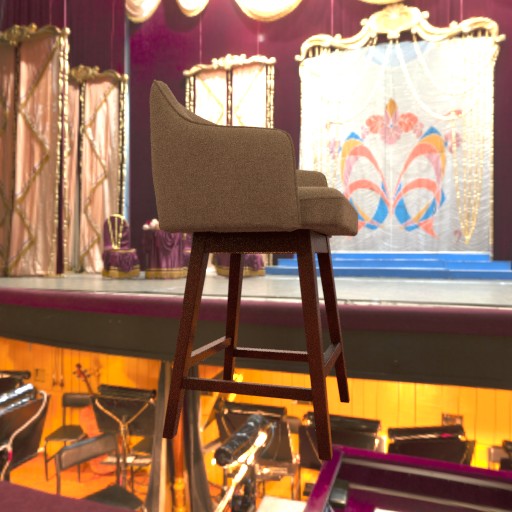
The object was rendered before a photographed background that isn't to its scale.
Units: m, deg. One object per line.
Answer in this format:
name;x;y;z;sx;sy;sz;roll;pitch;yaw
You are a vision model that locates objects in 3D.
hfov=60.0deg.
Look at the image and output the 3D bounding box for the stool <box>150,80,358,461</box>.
stool;0.000;0.000;1.307;0.558;0.944;0.599;0;0;17
